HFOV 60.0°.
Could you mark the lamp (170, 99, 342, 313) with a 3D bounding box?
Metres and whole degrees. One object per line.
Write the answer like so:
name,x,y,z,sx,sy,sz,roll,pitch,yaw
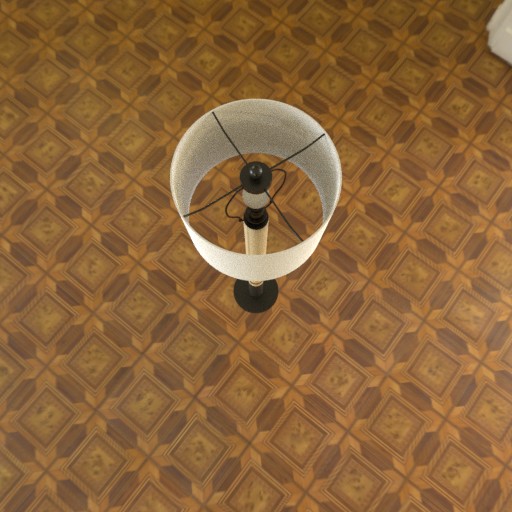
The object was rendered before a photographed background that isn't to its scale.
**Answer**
lamp,0.000,0.000,1.675,0.381,1.478,0.381,37,78,9
